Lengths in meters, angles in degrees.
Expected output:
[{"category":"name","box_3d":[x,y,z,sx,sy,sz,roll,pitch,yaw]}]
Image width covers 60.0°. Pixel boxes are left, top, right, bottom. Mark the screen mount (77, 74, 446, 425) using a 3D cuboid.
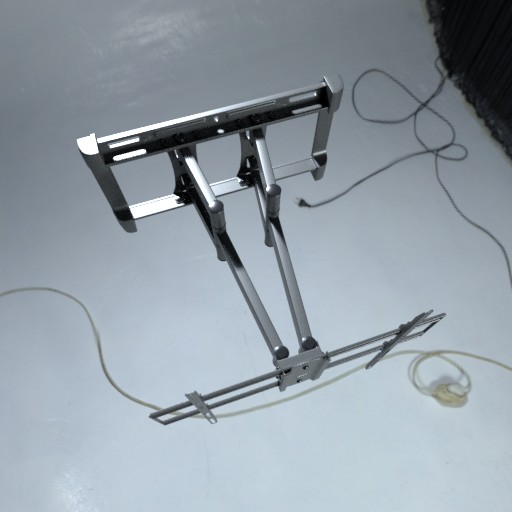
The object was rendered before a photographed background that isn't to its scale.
[{"category":"screen mount","box_3d":[0.000,0.000,1.116,0.661,0.491,0.644,-17,65,-8]}]
